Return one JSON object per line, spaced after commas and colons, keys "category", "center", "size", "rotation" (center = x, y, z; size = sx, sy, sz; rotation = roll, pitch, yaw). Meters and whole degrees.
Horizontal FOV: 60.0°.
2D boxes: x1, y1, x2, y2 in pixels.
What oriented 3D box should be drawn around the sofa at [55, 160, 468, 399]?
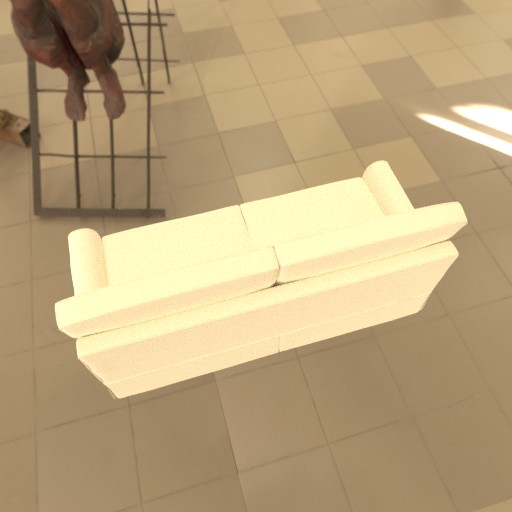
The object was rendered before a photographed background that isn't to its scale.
{"category": "sofa", "center": [0.000, 0.000, 2.521], "size": [2.021, 0.937, 0.862], "rotation": [-14, 58, -9]}
